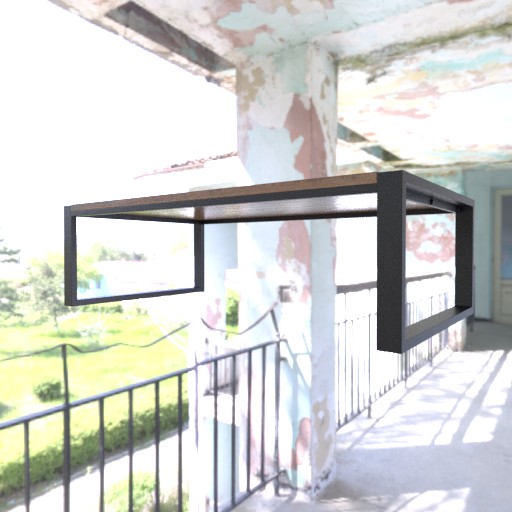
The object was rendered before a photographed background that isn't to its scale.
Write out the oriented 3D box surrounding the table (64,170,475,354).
[{"bbox_3d":[0.000,0.000,1.660,1.350,0.400,0.750,1,1,37],"label":"table"}]
